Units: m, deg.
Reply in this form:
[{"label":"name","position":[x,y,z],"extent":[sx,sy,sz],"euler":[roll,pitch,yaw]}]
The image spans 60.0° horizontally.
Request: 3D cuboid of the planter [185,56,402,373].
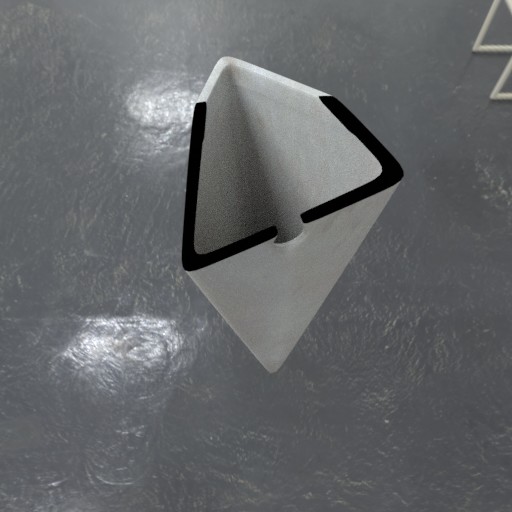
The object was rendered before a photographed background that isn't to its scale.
[{"label":"planter","position":[0.000,0.000,0.152],"extent":[0.058,0.130,0.047],"euler":[-17,61,-10]}]
